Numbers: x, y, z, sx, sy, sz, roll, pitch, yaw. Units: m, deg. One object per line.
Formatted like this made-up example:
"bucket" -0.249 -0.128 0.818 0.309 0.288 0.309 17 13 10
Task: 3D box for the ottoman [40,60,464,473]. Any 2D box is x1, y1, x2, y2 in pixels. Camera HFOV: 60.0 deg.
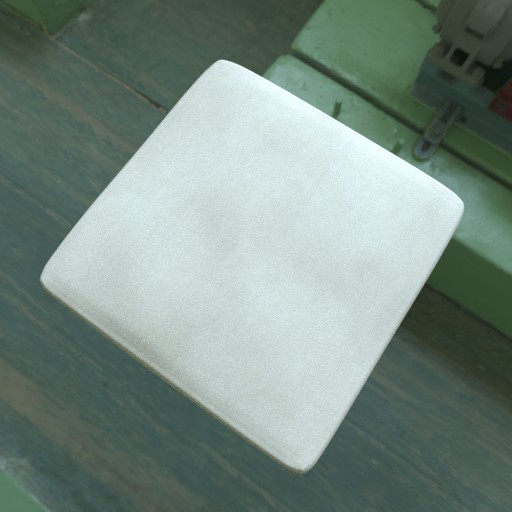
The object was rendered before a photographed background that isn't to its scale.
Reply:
"ottoman" 0.000 0.000 1.308 0.843 0.441 0.842 33 77 9
